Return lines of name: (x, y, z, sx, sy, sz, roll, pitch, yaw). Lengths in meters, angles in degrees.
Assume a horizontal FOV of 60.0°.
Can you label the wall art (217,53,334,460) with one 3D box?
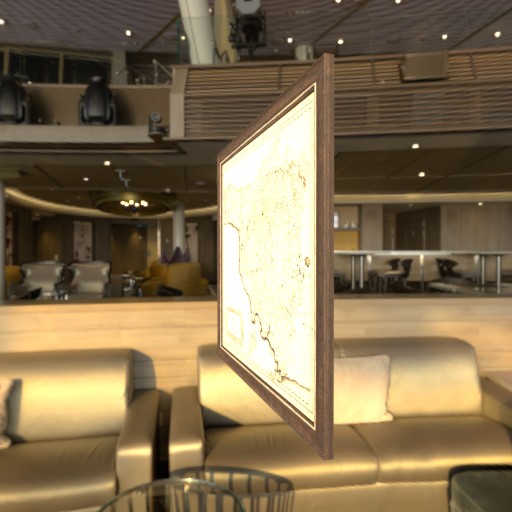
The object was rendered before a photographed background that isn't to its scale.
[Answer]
wall art: (0.000, 0.000, 1.447, 0.023, 0.875, 1.033, 0, 0, -18)
